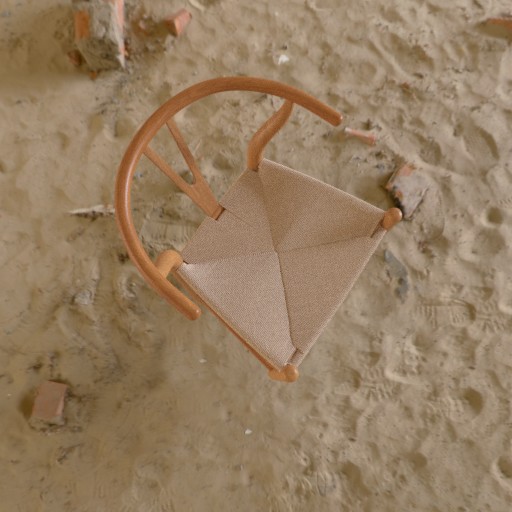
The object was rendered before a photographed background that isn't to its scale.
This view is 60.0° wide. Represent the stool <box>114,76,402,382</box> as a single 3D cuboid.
[{"bbox_3d":[0.000,0.000,1.364,0.579,0.970,0.569,34,77,9],"label":"stool"}]
